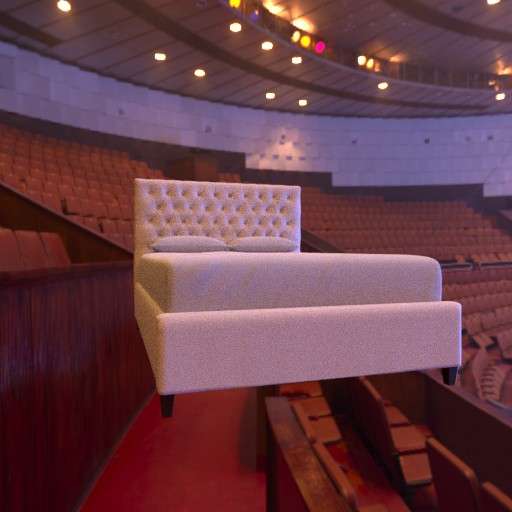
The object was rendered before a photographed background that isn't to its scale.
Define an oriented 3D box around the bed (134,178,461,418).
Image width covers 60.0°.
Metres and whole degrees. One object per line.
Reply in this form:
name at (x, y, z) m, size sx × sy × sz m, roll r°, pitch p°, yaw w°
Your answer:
bed at (0.000, 0.000, 3.348) m, size 1.698 × 1.427 × 2.387 m, roll 0°, pitch 1°, yaw -18°
